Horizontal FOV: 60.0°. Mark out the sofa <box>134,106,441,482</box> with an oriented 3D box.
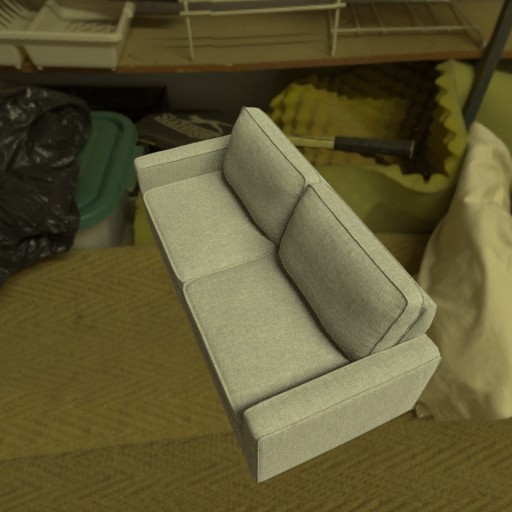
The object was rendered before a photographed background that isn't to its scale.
[{"bbox_3d":[0.000,0.000,2.586,0.945,0.918,2.078,-18,50,-16],"label":"sofa"}]
